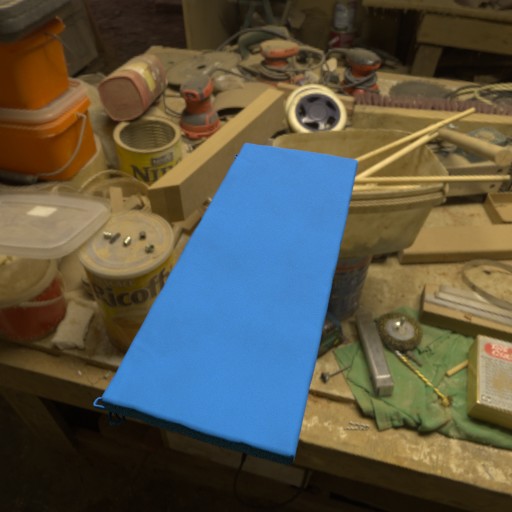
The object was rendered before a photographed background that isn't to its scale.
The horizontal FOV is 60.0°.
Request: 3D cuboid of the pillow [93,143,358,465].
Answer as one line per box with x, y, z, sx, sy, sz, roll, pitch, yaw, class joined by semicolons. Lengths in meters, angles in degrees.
0.000;0.000;1.368;0.492;0.081;1.187;12;47;11;pillow
